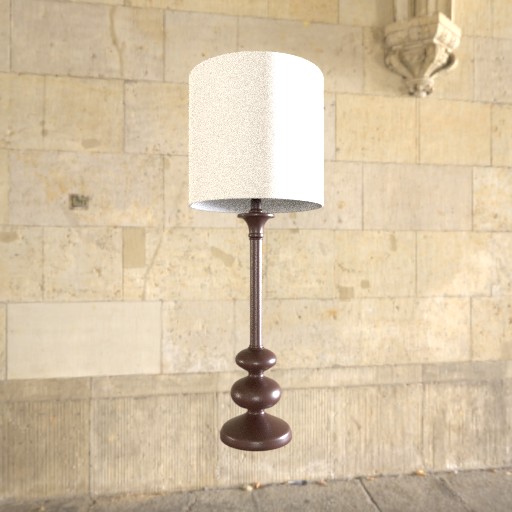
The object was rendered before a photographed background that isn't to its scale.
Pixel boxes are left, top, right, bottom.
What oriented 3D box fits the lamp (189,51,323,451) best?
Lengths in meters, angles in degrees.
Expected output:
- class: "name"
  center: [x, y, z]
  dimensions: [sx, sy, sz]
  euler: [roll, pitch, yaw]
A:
- class: "lamp"
  center: [0.000, 0.000, 0.846]
  dimensions: [0.254, 0.690, 0.254]
  euler: [0, 0, 38]
